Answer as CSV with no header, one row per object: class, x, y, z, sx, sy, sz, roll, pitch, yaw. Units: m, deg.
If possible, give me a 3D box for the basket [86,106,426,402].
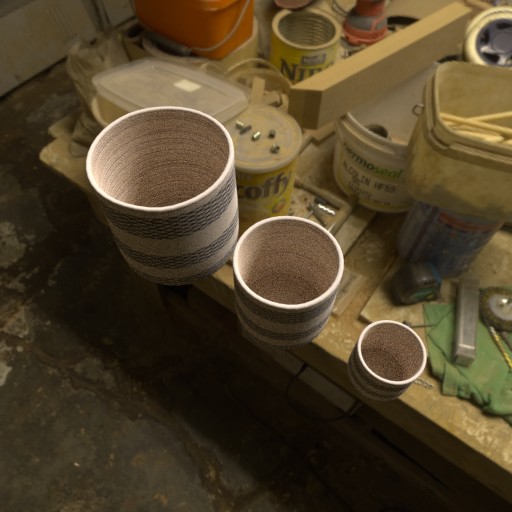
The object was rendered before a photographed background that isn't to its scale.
basket,0.000,0.000,1.090,0.917,0.356,0.351,33,63,20
